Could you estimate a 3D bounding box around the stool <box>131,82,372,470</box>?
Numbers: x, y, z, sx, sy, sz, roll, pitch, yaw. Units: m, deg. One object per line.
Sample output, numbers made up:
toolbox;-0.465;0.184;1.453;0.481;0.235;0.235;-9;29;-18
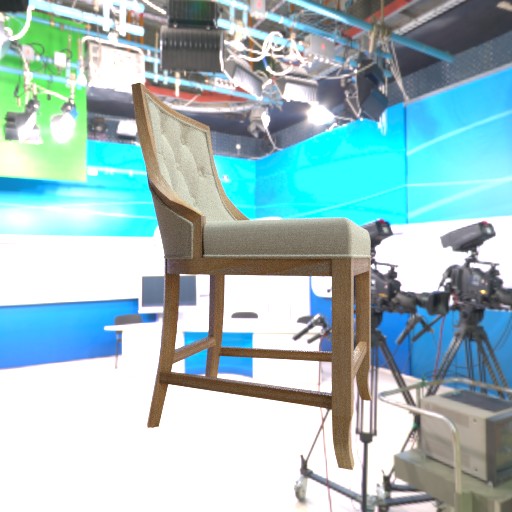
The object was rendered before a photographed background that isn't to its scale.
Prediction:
stool;0.000;0.000;1.311;0.626;0.938;0.524;0;0;19
